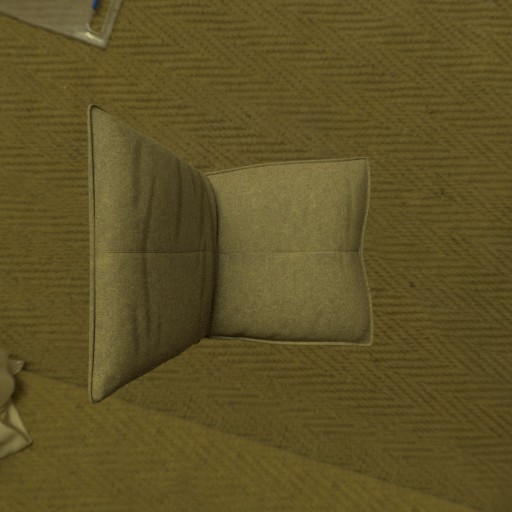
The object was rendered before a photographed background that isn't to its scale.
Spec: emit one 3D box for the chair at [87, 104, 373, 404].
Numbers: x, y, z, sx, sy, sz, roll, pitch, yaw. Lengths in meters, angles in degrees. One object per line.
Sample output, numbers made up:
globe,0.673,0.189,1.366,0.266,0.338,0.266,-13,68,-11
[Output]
chair,0.000,0.000,1.271,0.696,0.811,0.597,0,90,-1
